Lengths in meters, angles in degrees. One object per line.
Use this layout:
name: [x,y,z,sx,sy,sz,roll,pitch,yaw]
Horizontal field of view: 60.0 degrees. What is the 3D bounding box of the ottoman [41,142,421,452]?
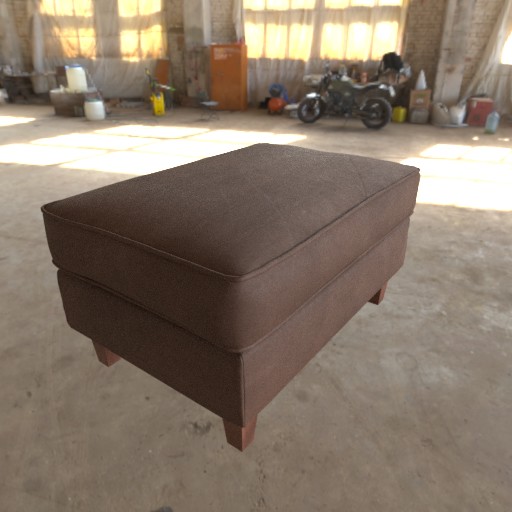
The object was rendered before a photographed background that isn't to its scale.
ottoman: [0.000,0.000,1.201,0.596,0.481,0.860,18,31,32]
